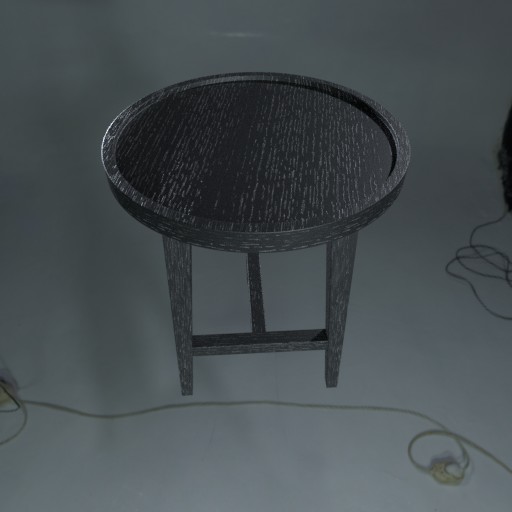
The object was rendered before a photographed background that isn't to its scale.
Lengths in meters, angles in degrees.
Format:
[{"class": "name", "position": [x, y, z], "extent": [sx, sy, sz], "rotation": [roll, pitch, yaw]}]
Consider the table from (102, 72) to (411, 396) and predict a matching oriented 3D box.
[{"class": "table", "position": [0.000, 0.000, 0.750], "extent": [0.399, 0.460, 0.399], "rotation": [0, 45, 0]}]
